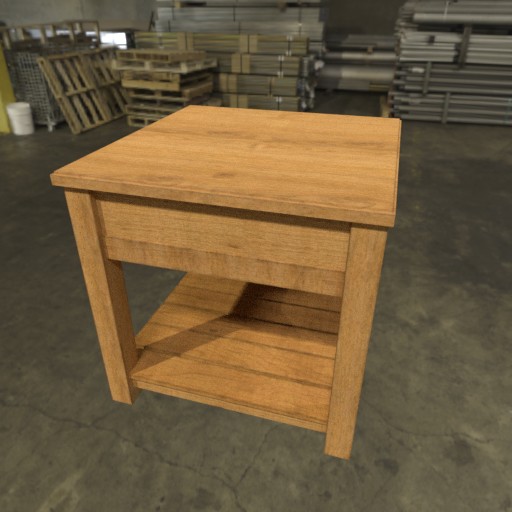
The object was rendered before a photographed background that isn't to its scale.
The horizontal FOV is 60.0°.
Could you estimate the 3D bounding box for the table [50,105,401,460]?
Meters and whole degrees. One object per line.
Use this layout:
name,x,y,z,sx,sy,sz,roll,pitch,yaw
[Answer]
table,0.000,0.000,1.130,0.612,0.593,0.616,9,31,14
